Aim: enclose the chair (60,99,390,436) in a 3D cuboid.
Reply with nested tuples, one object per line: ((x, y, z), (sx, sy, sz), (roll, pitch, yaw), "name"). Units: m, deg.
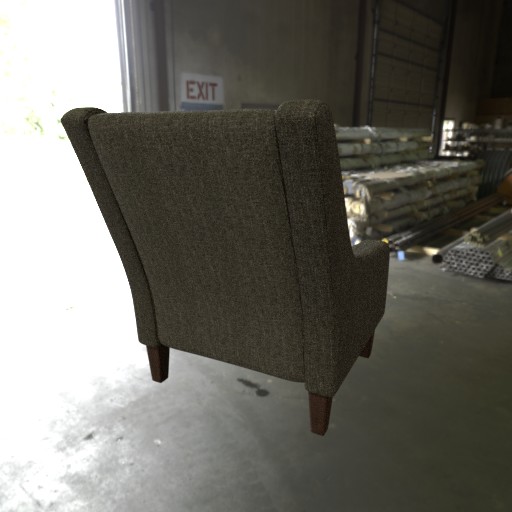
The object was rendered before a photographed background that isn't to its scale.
((0.000, 0.000, 1.617), (0.793, 1.012, 0.944), (8, 18, 27), "chair")
